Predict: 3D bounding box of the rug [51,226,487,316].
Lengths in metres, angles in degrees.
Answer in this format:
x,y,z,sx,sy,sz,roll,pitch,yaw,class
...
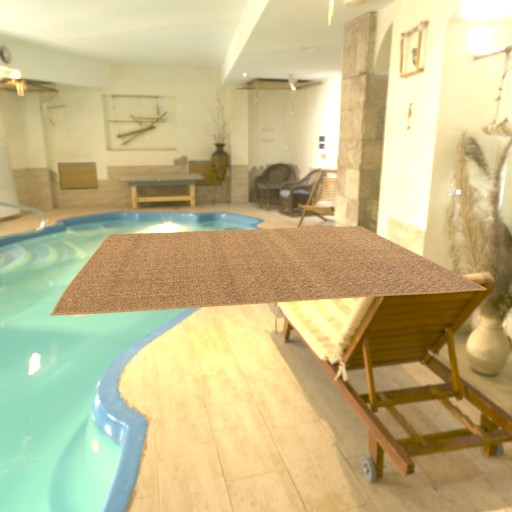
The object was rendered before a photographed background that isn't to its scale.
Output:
x,y,z,sx,sy,sz,roll,pitch,yaw,class
0.000,0.000,4.142,3.048,0.013,2.439,-2,15,-9,rug
